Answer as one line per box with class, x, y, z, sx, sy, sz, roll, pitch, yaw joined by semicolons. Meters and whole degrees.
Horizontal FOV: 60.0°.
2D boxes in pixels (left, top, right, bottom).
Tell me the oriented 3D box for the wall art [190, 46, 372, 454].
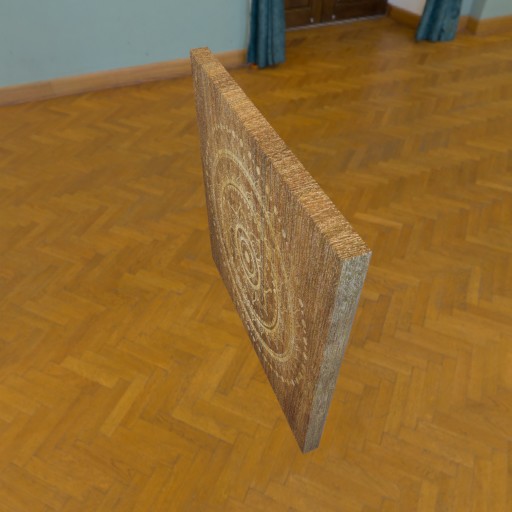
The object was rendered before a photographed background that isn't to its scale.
wall art;0.000;0.000;0.905;0.042;0.608;0.611;-17;49;-15
